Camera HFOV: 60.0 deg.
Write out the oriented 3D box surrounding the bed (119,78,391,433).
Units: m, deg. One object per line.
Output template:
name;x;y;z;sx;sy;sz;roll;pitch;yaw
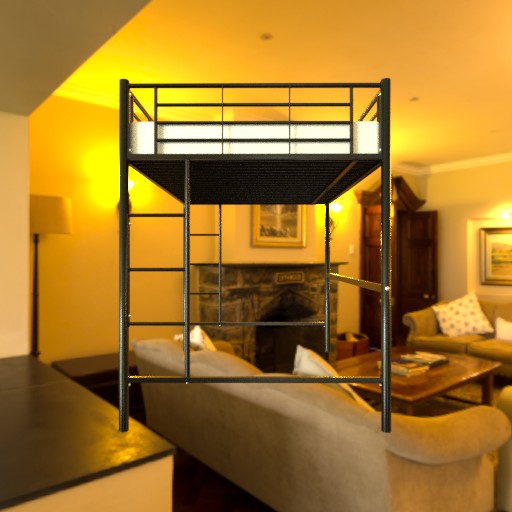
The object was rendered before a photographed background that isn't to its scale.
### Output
bed;0.000;0.000;3.245;1.397;1.803;1.994;0;0;0
